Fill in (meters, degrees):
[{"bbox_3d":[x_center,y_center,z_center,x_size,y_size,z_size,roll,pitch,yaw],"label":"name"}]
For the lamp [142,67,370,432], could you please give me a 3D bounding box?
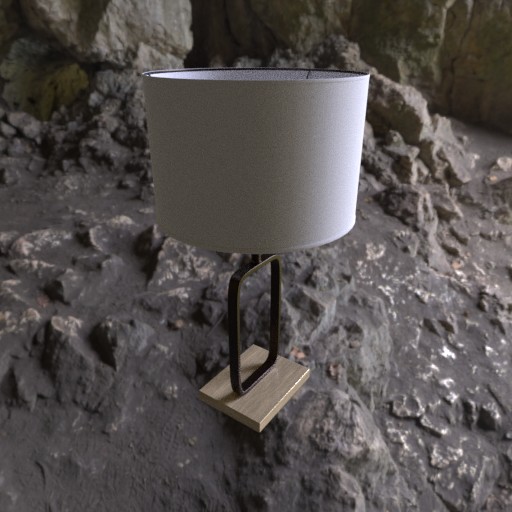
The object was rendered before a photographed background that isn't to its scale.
[{"bbox_3d":[0.000,0.000,0.663,0.279,0.508,0.279,17,30,32],"label":"lamp"}]
